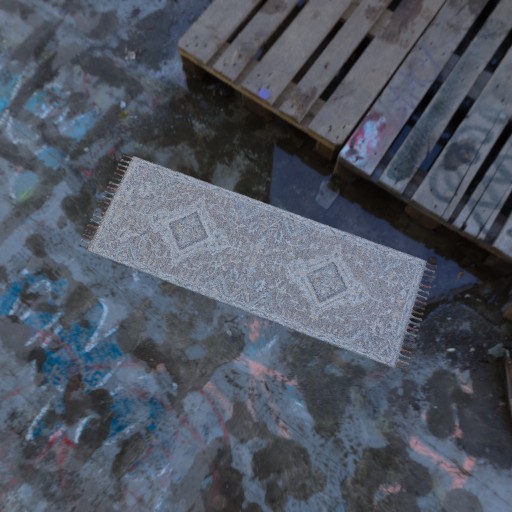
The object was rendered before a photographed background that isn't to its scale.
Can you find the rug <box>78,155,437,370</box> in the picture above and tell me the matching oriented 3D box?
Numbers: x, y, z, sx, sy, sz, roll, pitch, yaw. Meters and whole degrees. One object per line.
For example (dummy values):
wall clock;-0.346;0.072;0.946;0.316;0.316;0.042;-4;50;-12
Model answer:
rug;0.000;0.000;2.933;2.378;0.018;1.324;36;78;9
